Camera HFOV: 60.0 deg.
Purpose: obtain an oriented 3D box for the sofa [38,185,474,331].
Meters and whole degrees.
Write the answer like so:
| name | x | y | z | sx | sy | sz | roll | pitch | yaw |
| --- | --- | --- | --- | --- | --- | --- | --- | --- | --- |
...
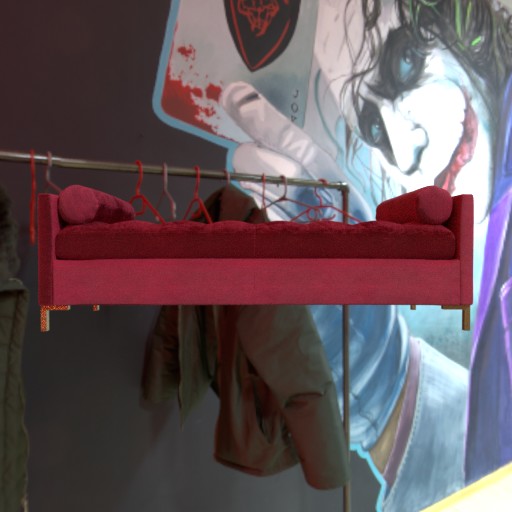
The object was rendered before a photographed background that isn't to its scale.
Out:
| name | x | y | z | sx | sy | sz | roll | pitch | yaw |
| --- | --- | --- | --- | --- | --- | --- | --- | --- | --- |
| sofa | 0.000 | 0.000 | 2.483 | 2.102 | 0.705 | 0.796 | 0 | 1 | 0 |
